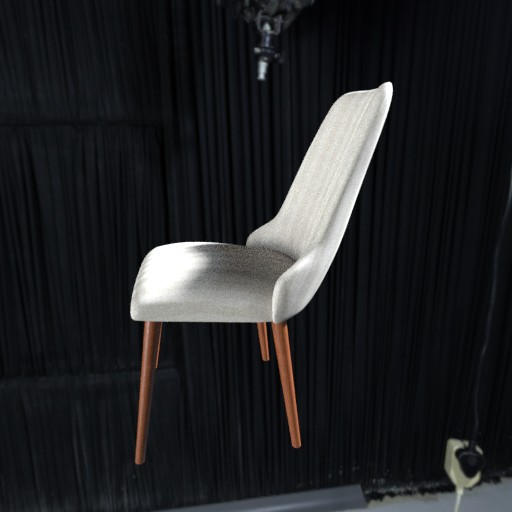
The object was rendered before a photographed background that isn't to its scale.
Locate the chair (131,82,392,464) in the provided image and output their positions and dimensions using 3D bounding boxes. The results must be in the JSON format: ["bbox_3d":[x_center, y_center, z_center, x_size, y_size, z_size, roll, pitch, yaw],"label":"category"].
[{"bbox_3d":[0.000,0.000,1.270,0.684,0.917,0.526,-2,15,-8],"label":"chair"}]
